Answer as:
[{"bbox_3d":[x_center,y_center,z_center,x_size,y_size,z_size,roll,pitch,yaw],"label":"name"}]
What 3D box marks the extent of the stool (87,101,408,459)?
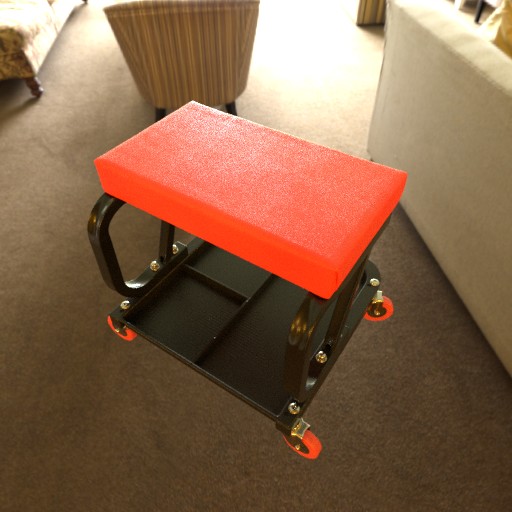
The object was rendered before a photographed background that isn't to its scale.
[{"bbox_3d":[0.000,0.000,0.735,0.446,0.380,0.371,25,51,23],"label":"stool"}]
